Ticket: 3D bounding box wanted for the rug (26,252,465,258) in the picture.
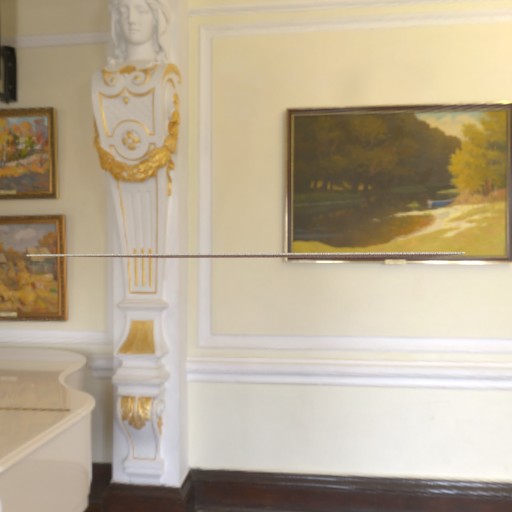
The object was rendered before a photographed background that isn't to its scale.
[{"bbox_3d":[0.000,0.000,1.083,0.868,0.004,0.556,0,-1,18],"label":"rug"}]
